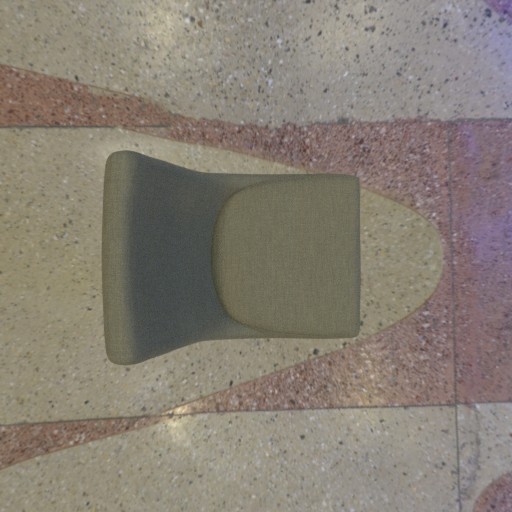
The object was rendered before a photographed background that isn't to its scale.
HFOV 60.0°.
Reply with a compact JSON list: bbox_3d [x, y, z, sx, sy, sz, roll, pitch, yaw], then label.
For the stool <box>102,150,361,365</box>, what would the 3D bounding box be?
[{"bbox_3d":[0.000,0.000,1.367,0.577,1.078,0.470,0,91,1],"label":"stool"}]
